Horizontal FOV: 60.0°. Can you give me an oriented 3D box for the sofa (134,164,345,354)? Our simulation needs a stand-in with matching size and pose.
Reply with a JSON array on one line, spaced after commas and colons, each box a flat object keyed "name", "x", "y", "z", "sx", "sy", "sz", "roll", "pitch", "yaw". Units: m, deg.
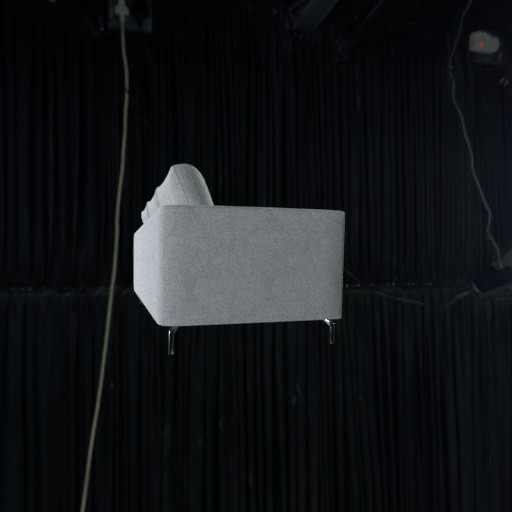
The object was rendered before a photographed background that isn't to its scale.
[{"name": "sofa", "x": 0.000, "y": 0.000, "z": 3.239, "sx": 1.626, "sy": 0.864, "sz": 2.438, "roll": 0, "pitch": 0, "yaw": -18}]
